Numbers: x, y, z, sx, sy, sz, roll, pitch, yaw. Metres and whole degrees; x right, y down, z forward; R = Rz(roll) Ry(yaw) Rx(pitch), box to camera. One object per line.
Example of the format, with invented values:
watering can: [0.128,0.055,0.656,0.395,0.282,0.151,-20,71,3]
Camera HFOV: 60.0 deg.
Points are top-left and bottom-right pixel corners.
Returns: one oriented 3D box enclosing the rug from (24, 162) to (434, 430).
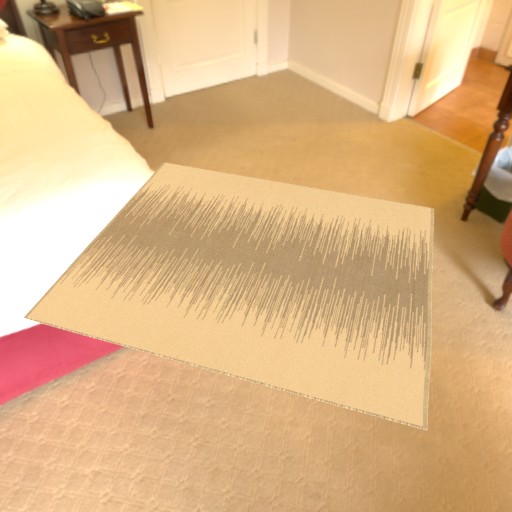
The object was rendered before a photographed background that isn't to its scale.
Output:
rug: [0.000,0.000,3.973,3.037,0.010,2.453,12,44,13]
